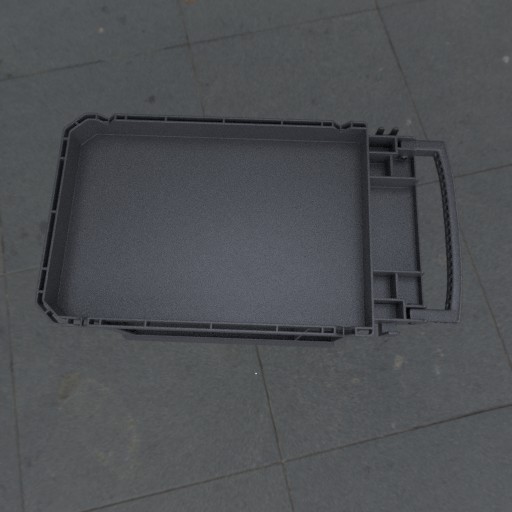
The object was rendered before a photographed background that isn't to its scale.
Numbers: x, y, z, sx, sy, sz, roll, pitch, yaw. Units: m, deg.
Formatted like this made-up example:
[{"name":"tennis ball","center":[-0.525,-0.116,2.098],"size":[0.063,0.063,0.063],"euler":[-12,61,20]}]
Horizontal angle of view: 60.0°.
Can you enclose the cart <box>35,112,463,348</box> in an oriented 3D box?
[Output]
[{"name":"cart","center":[0.000,0.000,1.749],"size":[1.239,0.884,0.674],"euler":[2,75,1]}]
